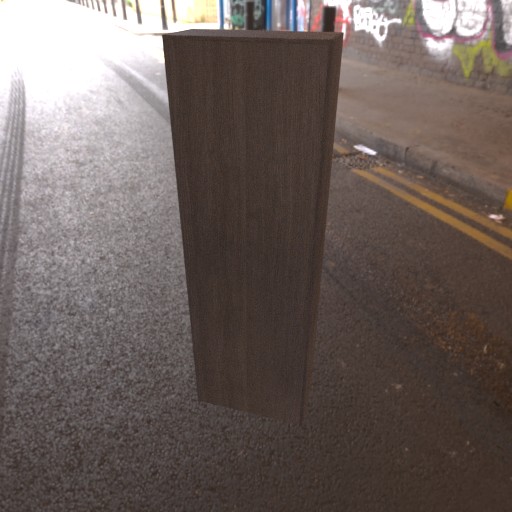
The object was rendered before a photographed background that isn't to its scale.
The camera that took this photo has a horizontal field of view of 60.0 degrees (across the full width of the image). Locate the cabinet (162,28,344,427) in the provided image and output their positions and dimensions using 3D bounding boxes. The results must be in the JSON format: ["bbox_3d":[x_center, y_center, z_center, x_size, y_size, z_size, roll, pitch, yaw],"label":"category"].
[{"bbox_3d":[0.000,0.000,1.808,0.520,1.630,0.255,9,32,14],"label":"cabinet"}]
